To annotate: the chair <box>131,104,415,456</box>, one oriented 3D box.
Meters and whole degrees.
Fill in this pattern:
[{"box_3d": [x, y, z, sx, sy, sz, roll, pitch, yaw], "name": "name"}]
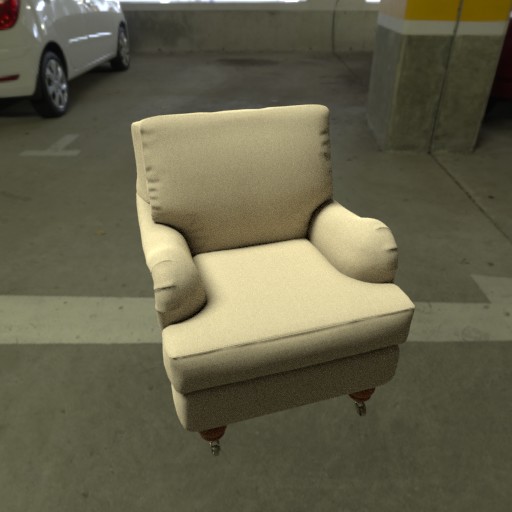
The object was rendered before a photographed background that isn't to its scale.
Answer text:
[{"box_3d": [0.000, 0.000, 1.850, 0.895, 1.076, 1.078, -9, 33, -14], "name": "chair"}]
